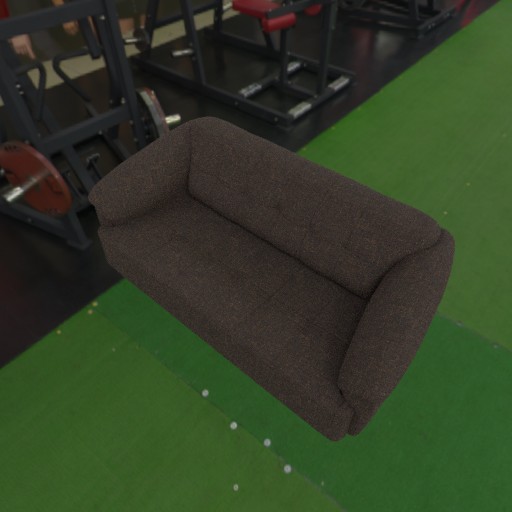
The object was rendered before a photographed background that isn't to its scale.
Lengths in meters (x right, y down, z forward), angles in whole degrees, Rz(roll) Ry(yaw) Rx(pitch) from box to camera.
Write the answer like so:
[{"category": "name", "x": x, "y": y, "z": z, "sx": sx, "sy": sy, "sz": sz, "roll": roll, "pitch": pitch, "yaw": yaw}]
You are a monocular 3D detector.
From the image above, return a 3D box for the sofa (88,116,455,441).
[{"category": "sofa", "x": 0.000, "y": 0.000, "z": 2.303, "sx": 1.849, "sy": 0.790, "sz": 0.887, "roll": 32, "pitch": 54, "yaw": 27}]
